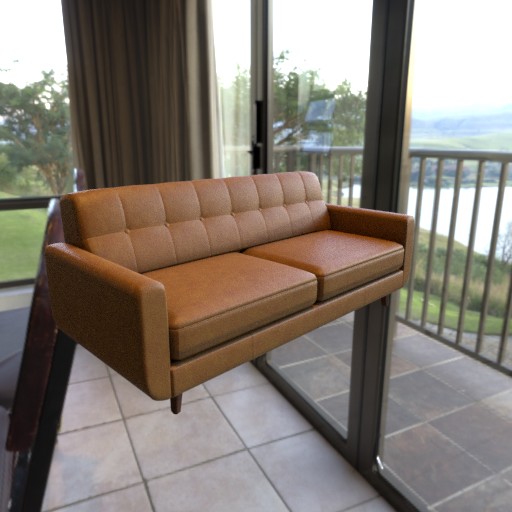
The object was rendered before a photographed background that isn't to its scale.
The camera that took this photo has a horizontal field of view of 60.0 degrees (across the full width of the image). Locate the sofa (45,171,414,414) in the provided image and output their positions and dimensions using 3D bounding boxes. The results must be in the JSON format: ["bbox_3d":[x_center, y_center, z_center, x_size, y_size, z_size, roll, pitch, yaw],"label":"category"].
[{"bbox_3d":[0.000,0.000,2.679,2.137,0.892,0.980,-15,21,-43],"label":"sofa"}]
